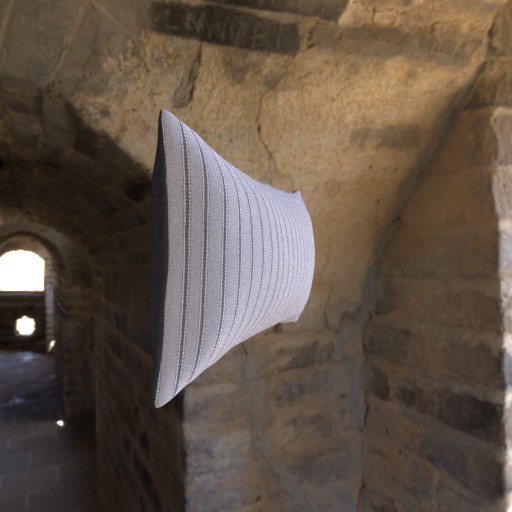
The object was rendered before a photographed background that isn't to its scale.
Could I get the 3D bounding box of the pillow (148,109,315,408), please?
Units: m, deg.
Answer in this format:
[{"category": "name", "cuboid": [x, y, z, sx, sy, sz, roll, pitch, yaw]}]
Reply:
[{"category": "pillow", "cuboid": [0.000, 0.000, 0.721, 0.151, 0.305, 0.609, 0, -1, 18]}]
